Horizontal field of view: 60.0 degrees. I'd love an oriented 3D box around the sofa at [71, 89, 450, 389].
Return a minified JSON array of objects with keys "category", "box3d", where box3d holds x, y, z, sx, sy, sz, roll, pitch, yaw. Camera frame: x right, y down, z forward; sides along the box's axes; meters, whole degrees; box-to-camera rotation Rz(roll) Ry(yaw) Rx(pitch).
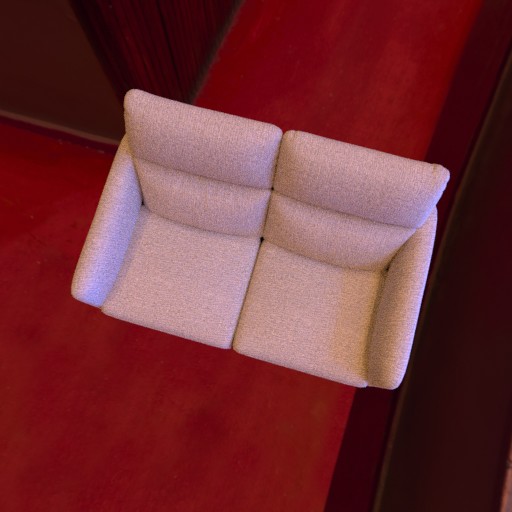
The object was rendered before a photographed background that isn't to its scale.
[{"category":"sofa","box3d":[0.000,0.000,2.100,1.540,0.950,0.905,15,76,4]}]
